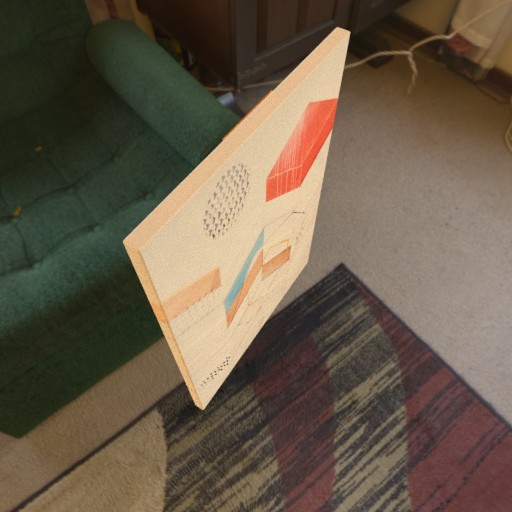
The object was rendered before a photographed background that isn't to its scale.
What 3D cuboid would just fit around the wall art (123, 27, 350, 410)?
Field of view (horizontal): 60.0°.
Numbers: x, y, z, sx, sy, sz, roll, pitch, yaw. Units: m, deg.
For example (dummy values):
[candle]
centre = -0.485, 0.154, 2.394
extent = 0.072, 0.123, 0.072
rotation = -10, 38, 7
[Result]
[wall art]
centre = 0.000, 0.000, 1.083
extent = 0.036, 0.848, 0.613
rotation = 29, 62, 17
